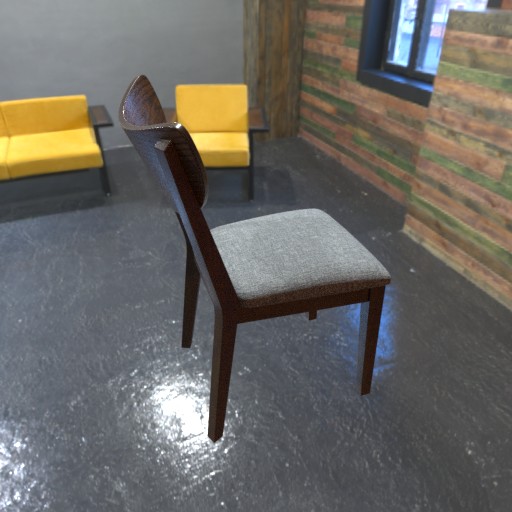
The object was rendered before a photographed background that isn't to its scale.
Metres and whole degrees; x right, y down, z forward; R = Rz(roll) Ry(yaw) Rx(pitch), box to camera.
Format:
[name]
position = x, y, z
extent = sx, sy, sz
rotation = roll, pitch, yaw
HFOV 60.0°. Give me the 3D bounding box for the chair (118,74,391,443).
[chair]
position = 0.000, 0.000, 1.169
extent = 0.583, 0.849, 0.491
rotation = -10, 33, -16
